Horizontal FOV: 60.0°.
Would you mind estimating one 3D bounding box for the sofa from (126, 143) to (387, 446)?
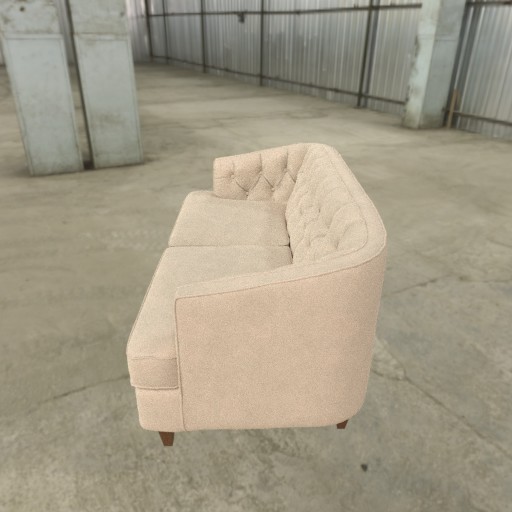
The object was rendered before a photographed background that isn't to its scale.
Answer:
[{"bbox_3d":[0.000,0.000,2.289,0.940,0.878,1.731,0,27,0],"label":"sofa"}]
